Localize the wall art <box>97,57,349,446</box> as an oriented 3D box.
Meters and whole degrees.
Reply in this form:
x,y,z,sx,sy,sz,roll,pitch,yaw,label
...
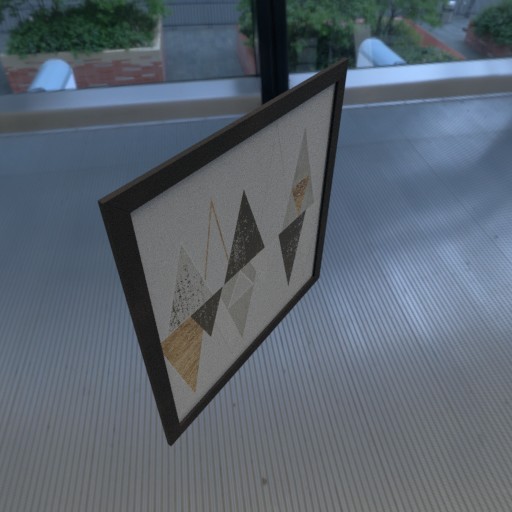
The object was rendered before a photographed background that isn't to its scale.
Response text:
x,y,z,sx,sy,sz,roll,pitch,yaw,label
0.000,0.000,1.212,0.013,0.823,0.823,26,48,26,wall art
